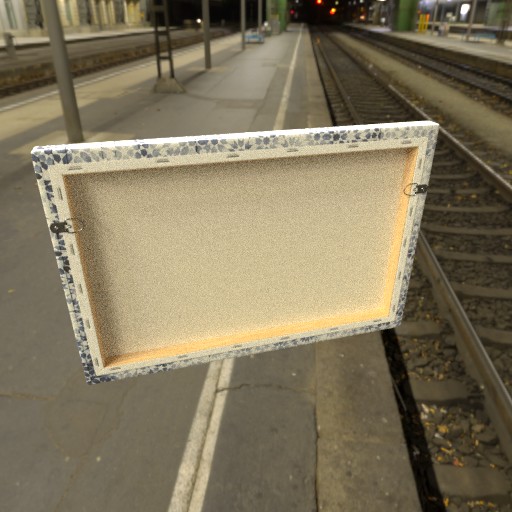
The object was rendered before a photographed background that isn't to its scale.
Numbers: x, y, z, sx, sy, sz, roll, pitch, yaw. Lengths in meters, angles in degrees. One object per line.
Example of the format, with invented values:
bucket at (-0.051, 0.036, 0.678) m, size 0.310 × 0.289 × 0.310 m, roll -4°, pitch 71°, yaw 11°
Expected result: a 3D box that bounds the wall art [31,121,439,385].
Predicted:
wall art at (0.000, 0.000, 0.748) m, size 0.608 × 0.406 × 0.030 m, roll -8°, pitch 29°, yaw -14°
